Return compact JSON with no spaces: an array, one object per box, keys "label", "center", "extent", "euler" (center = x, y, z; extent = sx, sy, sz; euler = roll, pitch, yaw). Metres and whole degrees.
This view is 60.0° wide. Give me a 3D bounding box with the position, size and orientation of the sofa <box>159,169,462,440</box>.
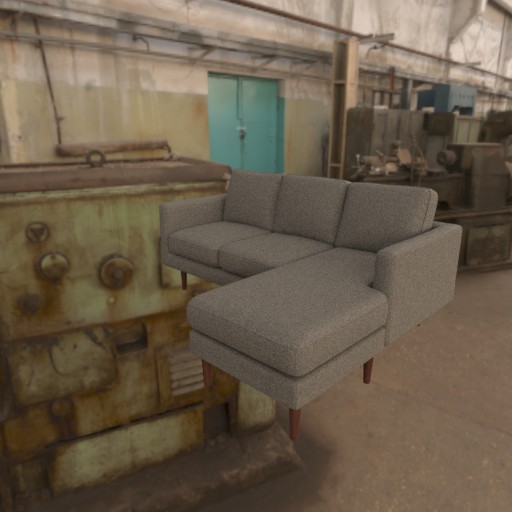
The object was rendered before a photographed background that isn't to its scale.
[{"label":"sofa","center":[0.000,0.000,2.969],"extent":[2.055,0.957,1.667],"euler":[16,23,42]}]
